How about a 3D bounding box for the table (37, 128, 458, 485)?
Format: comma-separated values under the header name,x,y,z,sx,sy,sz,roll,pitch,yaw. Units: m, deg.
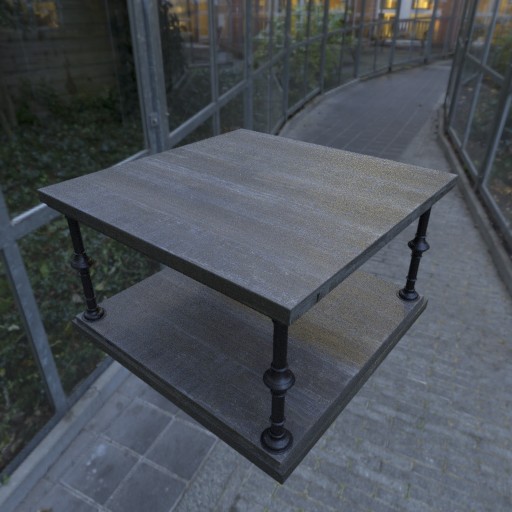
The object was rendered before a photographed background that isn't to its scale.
name,x,y,z,sx,sy,sz,roll,pitch,yaw
table,0.000,0.000,1.133,0.696,0.400,0.696,22,37,33
